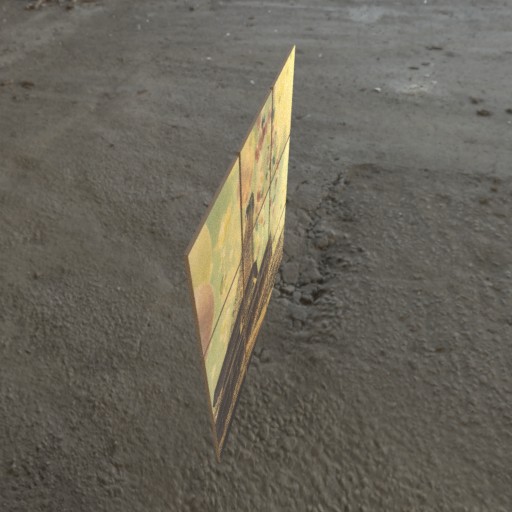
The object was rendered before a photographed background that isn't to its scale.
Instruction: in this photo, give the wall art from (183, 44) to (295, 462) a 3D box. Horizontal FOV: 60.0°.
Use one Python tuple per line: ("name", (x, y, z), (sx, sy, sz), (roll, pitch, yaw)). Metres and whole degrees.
("wall art", (0.000, 0.000, 1.800), (0.013, 1.218, 1.219), (10, 47, 10))
